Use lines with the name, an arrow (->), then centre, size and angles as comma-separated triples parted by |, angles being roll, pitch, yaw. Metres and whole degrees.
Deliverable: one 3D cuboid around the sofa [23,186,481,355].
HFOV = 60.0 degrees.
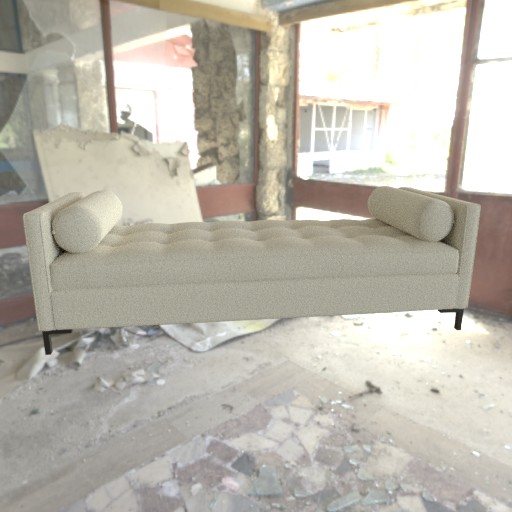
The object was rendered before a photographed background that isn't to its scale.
sofa -> 0.000, 0.000, 2.304 | 1.985, 0.641, 0.746 | -2, 15, -7
